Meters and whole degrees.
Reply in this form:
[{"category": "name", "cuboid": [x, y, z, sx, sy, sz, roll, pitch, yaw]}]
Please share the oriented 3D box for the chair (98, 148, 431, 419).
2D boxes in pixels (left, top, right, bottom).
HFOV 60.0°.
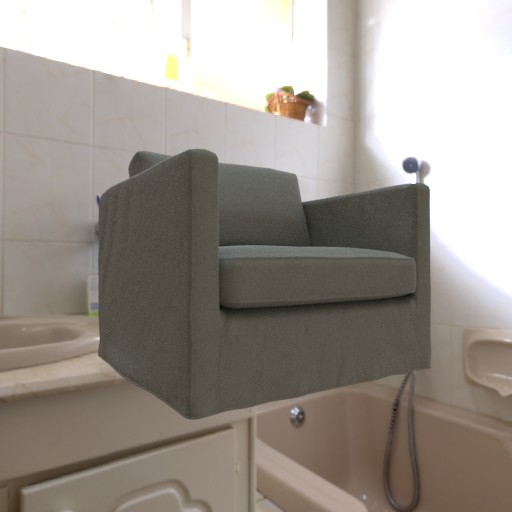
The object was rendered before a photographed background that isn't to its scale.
[{"category": "chair", "cuboid": [0.000, 0.000, 1.806, 1.057, 0.863, 0.949, 0, -1, -34]}]
